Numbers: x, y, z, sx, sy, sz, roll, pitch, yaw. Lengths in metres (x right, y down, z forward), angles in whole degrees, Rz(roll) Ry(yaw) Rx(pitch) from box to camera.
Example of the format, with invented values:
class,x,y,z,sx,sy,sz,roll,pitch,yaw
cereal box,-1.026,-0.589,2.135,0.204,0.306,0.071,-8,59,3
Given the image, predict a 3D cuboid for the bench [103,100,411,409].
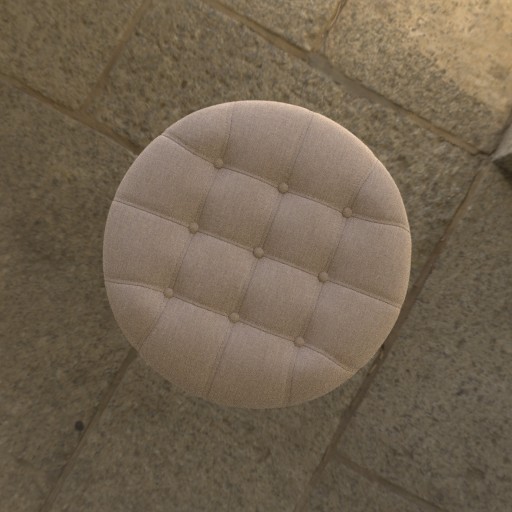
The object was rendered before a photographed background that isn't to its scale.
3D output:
class,x,y,z,sx,sy,sz,roll,pitch,yaw
bench,0.000,0.000,1.023,0.600,0.454,0.600,0,88,-1
